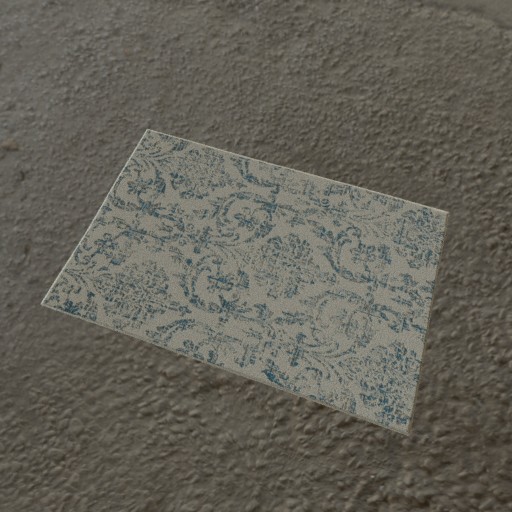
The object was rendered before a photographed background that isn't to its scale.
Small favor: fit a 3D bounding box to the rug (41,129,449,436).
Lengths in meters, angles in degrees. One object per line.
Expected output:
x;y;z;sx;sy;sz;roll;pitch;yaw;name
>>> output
0.000;0.000;2.312;1.831;0.012;1.213;17;64;9;rug
